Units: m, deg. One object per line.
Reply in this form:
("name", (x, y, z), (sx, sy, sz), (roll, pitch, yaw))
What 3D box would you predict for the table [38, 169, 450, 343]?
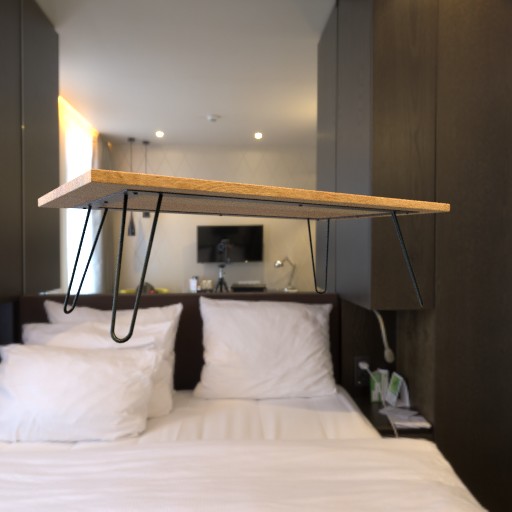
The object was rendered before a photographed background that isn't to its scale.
("table", (0.000, 0.000, 1.630), (1.348, 0.400, 0.699), (-1, 1, -35))
